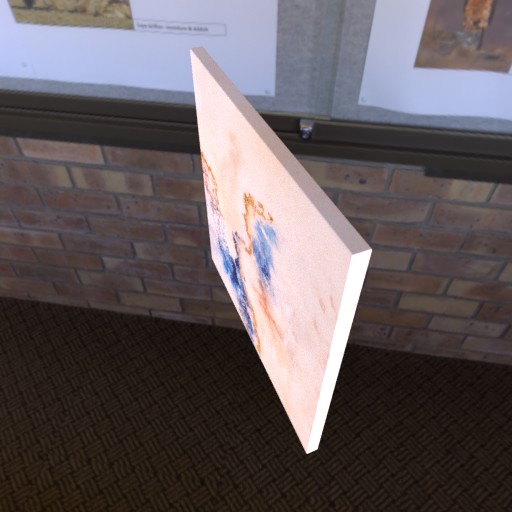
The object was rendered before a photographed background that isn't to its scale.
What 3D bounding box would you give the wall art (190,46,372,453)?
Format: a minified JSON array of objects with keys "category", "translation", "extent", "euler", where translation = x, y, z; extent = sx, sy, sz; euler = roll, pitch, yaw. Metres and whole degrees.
[{"category":"wall art","translation":[0.000,0.000,1.321],"extent":[0.038,0.889,0.889],"euler":[-17,49,-15]}]
